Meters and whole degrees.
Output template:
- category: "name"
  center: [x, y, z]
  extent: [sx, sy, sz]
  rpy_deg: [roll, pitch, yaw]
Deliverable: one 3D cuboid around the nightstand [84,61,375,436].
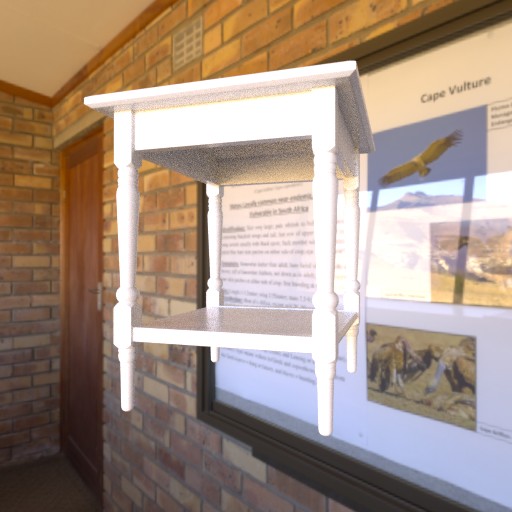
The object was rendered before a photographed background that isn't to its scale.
- category: "nightstand"
  center: [0.000, 0.000, 0.931]
  extent: [0.459, 0.555, 0.505]
  rpy_deg: [0, 0, 18]
